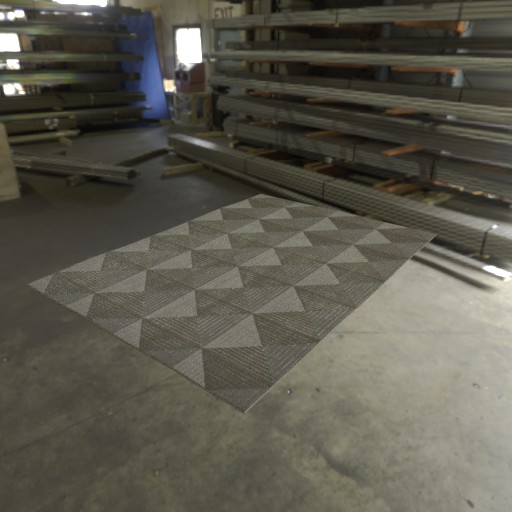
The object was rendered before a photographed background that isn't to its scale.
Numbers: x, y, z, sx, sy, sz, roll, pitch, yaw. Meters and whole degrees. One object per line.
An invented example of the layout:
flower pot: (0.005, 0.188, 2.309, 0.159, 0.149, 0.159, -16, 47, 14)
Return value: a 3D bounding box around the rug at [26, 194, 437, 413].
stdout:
rug: (0.000, 0.000, 4.334, 2.428, 0.027, 3.333, 18, 31, 34)
